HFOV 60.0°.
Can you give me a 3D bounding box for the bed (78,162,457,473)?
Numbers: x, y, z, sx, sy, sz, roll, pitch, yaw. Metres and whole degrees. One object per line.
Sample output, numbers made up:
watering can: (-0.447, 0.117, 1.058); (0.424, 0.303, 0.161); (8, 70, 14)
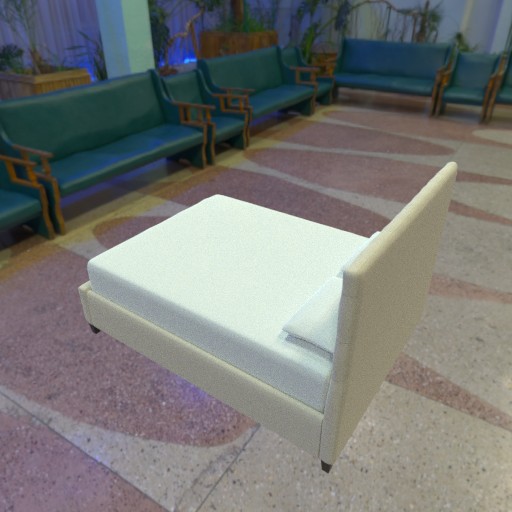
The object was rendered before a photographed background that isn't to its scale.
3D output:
bed: (0.000, 0.000, 3.340); (2.233, 1.426, 1.696); (20, 37, 29)
